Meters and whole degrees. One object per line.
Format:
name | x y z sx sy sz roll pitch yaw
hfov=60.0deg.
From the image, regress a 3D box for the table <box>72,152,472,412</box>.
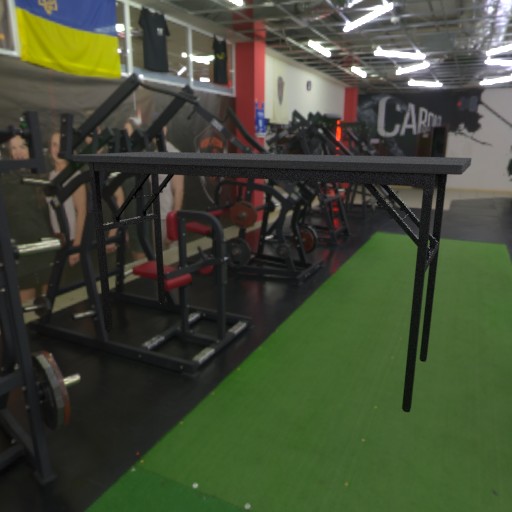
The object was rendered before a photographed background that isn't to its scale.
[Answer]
table | 0.000 0.000 1.707 1.399 0.750 0.449 8 17 27
